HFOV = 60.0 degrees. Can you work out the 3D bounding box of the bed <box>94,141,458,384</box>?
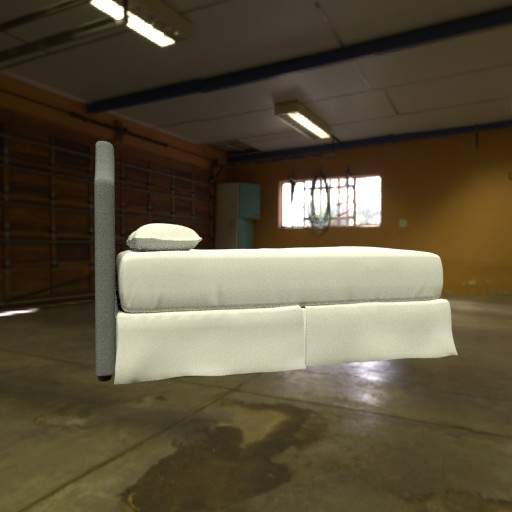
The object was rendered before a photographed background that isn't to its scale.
[{"bbox_3d":[0.000,0.000,3.391,2.259,1.296,1.811,0,1,-18],"label":"bed"}]
